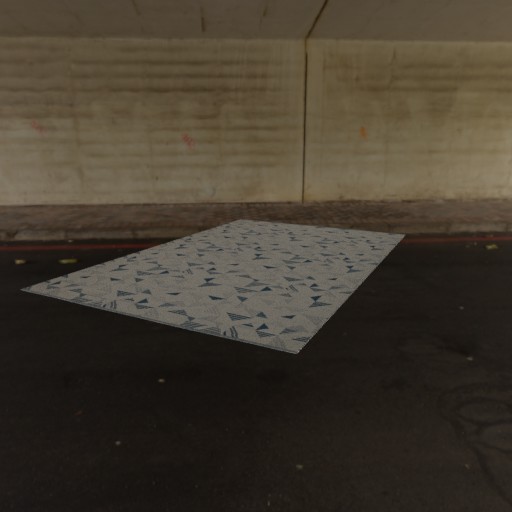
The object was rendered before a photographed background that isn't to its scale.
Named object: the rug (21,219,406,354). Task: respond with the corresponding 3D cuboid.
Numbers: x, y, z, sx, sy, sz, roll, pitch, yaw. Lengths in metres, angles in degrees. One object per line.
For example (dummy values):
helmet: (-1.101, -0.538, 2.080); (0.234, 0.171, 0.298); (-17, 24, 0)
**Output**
rug: (0.000, 0.000, 2.313); (1.206, 0.003, 1.835); (8, 17, 26)
